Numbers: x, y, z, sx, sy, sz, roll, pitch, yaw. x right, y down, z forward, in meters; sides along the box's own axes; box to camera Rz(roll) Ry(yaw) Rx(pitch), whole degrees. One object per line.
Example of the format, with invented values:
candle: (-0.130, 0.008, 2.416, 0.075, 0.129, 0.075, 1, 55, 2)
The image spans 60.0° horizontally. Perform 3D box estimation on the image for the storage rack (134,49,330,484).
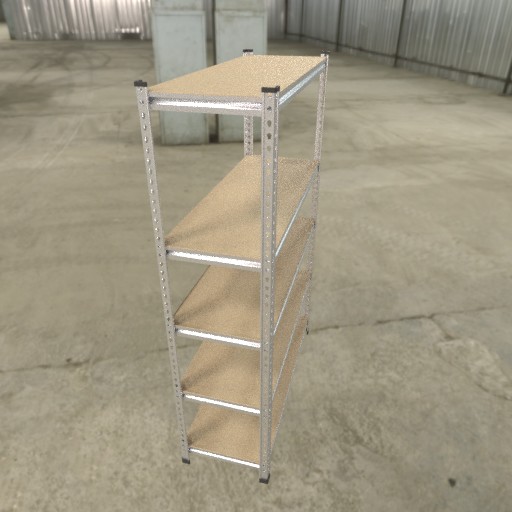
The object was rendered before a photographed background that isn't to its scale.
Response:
storage rack: (0.000, 0.000, 2.274, 0.457, 1.829, 1.219, 8, 30, 13)
